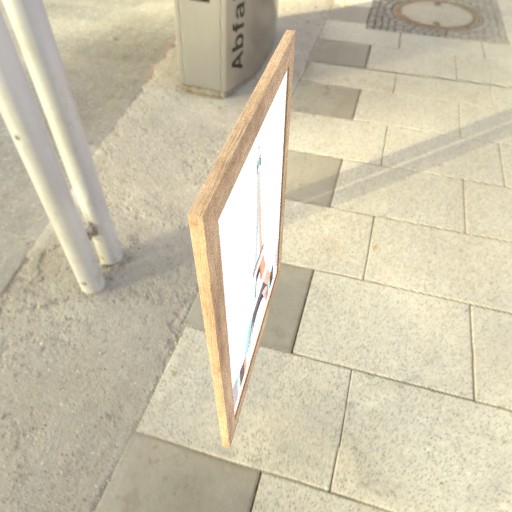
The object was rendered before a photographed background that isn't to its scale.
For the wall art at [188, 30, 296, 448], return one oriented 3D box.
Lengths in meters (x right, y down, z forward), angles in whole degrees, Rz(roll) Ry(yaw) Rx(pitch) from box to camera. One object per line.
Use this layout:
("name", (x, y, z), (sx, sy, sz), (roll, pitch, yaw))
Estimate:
("wall art", (0.000, 0.000, 0.905), (0.018, 0.686, 0.534), (11, 48, 10))
